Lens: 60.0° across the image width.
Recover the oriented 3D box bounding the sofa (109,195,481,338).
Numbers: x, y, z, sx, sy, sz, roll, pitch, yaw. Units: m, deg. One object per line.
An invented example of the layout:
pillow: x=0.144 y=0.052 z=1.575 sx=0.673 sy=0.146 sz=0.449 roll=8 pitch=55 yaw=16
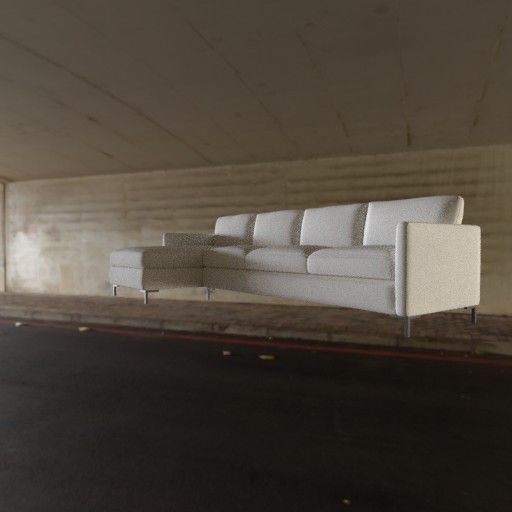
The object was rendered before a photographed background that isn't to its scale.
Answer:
sofa: x=0.000 y=0.000 z=3.801 sx=1.467 sy=0.875 sz=3.186 roll=-1 pitch=2 yaw=-37
